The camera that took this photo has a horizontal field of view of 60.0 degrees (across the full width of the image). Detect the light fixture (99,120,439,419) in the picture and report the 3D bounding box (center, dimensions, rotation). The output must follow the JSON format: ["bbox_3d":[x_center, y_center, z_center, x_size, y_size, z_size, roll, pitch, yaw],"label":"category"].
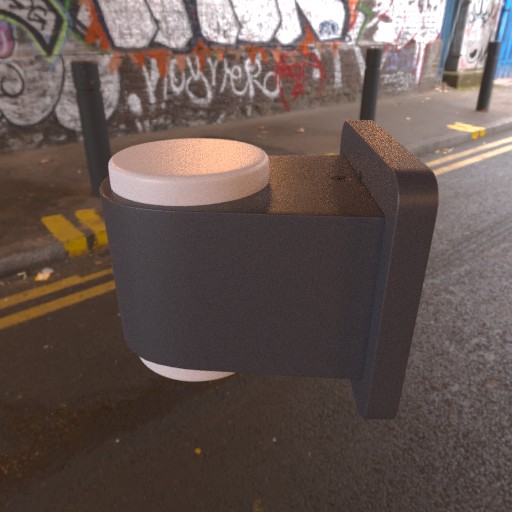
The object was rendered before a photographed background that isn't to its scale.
[{"bbox_3d":[0.000,0.000,0.208,0.132,0.109,0.109,0,27,0],"label":"light fixture"}]
